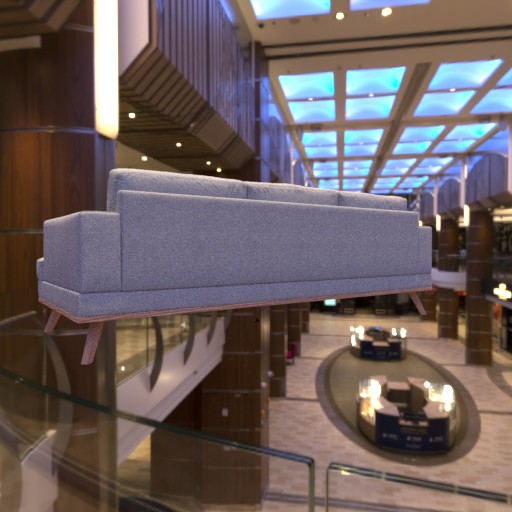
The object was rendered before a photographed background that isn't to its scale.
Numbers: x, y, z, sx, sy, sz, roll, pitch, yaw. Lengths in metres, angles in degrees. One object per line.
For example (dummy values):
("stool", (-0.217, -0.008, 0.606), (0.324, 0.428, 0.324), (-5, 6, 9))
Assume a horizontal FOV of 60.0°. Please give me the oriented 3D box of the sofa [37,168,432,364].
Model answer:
("sofa", (0.000, 0.000, 2.713), (2.310, 0.810, 0.920), (-1, 1, -35))
